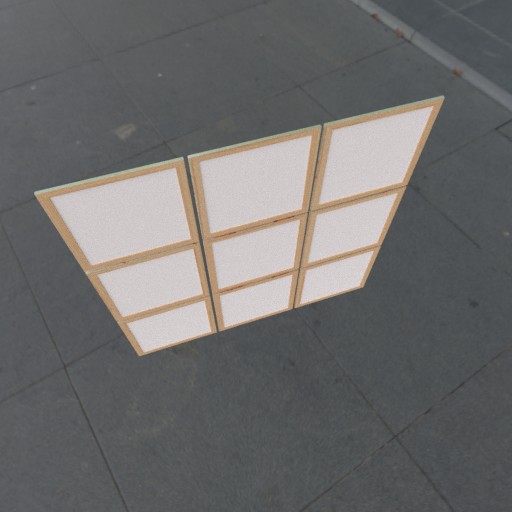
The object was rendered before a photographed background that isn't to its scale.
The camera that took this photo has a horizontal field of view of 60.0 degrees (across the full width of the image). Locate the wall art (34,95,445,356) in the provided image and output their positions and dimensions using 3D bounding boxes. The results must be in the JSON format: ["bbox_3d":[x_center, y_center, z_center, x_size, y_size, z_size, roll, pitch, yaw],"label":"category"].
[{"bbox_3d":[0.000,0.000,2.211,1.517,1.523,0.013,-16,59,-10],"label":"wall art"}]
